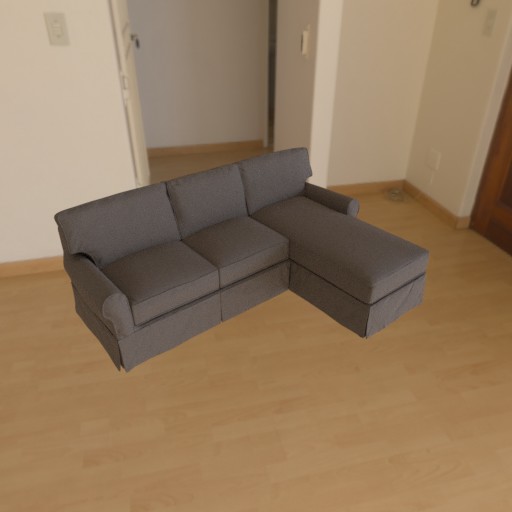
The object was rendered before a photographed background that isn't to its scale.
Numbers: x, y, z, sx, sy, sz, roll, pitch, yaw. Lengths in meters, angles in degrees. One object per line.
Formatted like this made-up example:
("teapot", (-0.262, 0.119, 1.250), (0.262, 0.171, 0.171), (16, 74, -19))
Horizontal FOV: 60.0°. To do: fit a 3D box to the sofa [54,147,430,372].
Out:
("sofa", (0.000, 0.000, 3.463), (2.475, 0.978, 1.733), (-23, 38, -33))
